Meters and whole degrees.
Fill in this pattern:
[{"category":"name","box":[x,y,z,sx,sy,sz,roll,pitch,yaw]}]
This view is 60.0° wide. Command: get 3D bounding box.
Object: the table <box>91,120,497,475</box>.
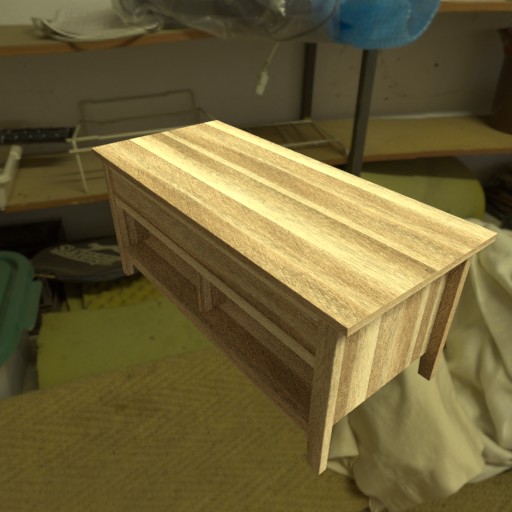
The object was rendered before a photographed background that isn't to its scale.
[{"category":"table","box":[0.000,0.000,1.340,0.493,0.480,1.095,-24,40,-32]}]
